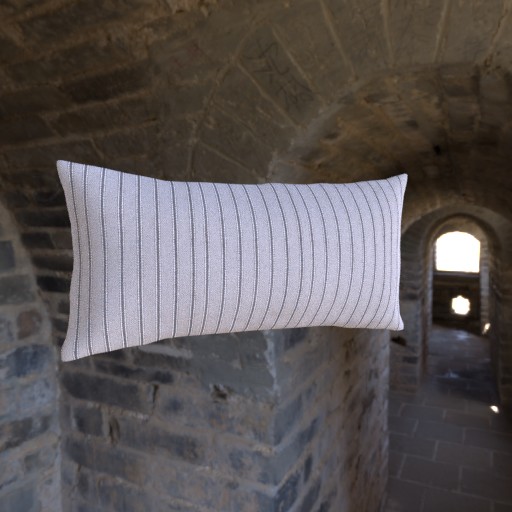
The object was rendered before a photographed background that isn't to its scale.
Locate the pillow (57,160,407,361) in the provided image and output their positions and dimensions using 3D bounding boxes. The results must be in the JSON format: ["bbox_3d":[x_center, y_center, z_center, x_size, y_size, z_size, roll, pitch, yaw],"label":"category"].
[{"bbox_3d":[0.000,0.000,0.745,0.609,0.305,0.151,-1,2,-20],"label":"pillow"}]
